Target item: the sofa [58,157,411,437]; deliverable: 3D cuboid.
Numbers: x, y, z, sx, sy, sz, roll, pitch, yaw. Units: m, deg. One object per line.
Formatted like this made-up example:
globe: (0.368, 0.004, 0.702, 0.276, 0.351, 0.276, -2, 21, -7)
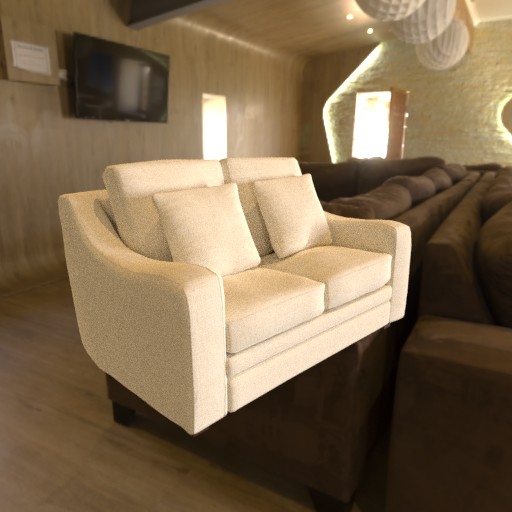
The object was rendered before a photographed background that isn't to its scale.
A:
sofa: (0.000, 0.000, 2.445, 1.040, 1.047, 1.744, 14, 20, 43)
